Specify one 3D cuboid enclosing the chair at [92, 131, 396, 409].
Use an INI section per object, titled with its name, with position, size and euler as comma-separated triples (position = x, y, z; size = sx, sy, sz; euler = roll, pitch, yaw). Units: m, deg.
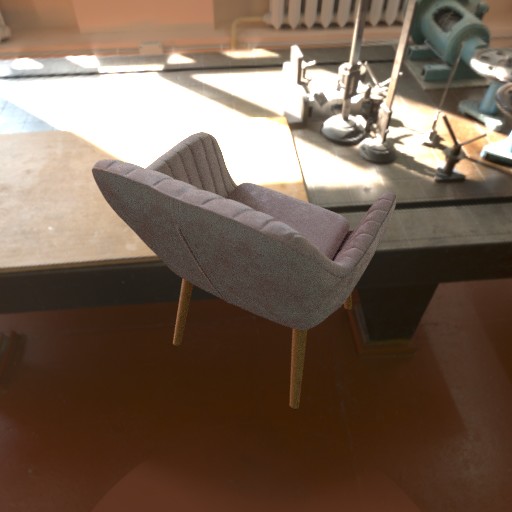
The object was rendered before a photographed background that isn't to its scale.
[chair]
position = 0.000, 0.000, 1.228
size = 0.610, 0.832, 0.570
euler = 23, 52, 19
